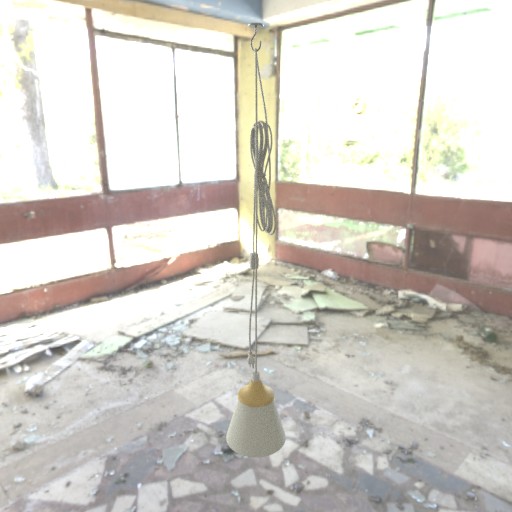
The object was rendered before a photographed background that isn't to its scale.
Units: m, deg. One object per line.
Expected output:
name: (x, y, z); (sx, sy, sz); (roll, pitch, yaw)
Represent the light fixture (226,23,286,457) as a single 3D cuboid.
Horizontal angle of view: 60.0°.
light fixture: (0.000, 0.000, 1.019); (0.153, 0.966, 0.153); (-3, 15, -10)
